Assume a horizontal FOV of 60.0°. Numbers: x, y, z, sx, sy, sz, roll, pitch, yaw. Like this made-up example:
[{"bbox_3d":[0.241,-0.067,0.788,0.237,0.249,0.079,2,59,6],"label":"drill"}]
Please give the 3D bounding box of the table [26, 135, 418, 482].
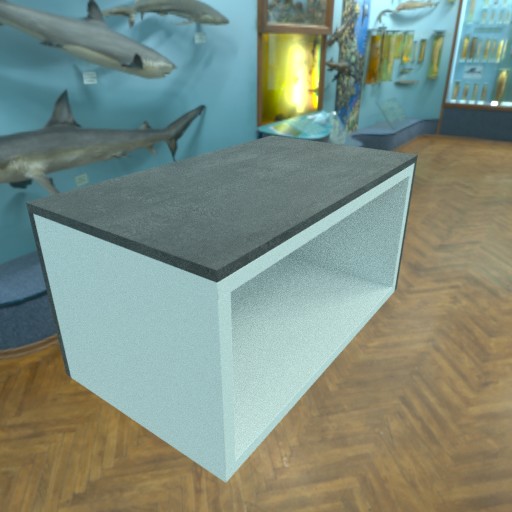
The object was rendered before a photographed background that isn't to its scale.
[{"bbox_3d":[0.000,0.000,0.932,0.400,0.350,0.700,17,31,32],"label":"table"}]
